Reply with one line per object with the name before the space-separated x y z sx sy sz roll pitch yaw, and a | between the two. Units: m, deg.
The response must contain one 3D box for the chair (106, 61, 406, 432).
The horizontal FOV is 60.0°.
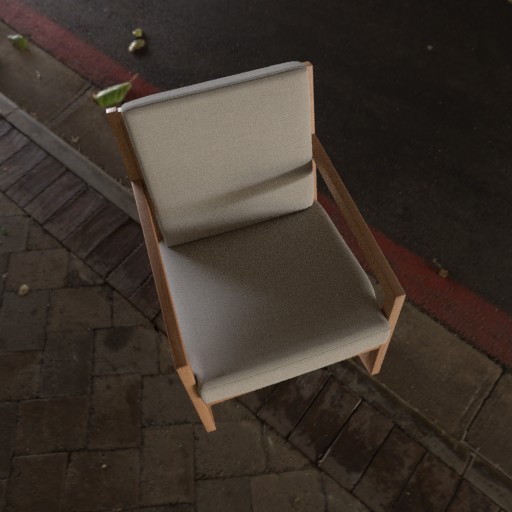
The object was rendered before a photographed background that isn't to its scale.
chair | 0.000 0.000 1.422 0.622 0.790 0.857 -17 65 -8
